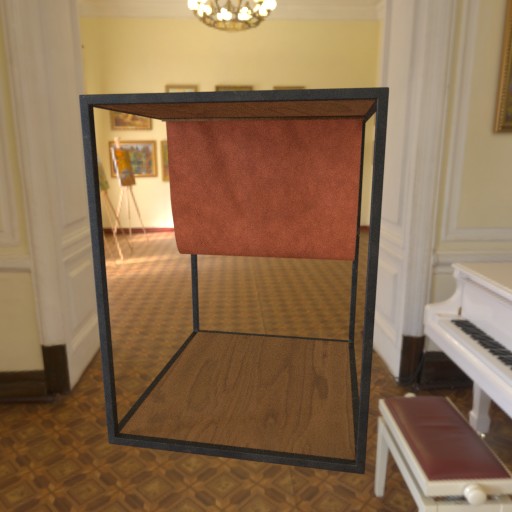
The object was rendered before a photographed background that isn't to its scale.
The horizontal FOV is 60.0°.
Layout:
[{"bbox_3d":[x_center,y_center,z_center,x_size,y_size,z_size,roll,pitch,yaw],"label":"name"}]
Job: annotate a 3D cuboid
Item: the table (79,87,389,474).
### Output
[{"bbox_3d":[0.000,0.000,0.830,0.399,0.536,0.450,2,13,10],"label":"table"}]
